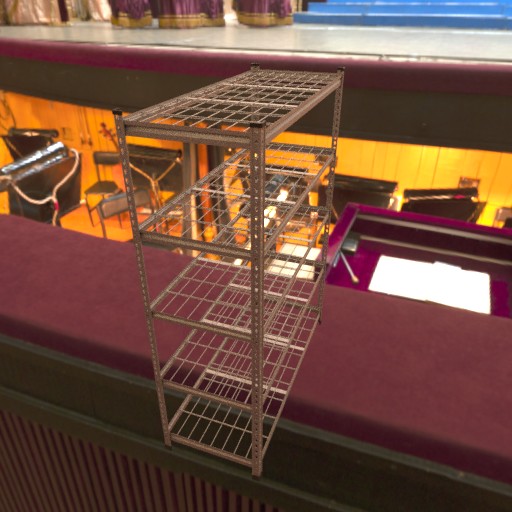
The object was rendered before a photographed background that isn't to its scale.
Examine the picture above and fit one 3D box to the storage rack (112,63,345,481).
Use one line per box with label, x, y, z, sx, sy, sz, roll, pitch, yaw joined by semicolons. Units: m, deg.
storage rack;0.000;0.000;2.701;0.610;1.981;1.524;11;32;18
